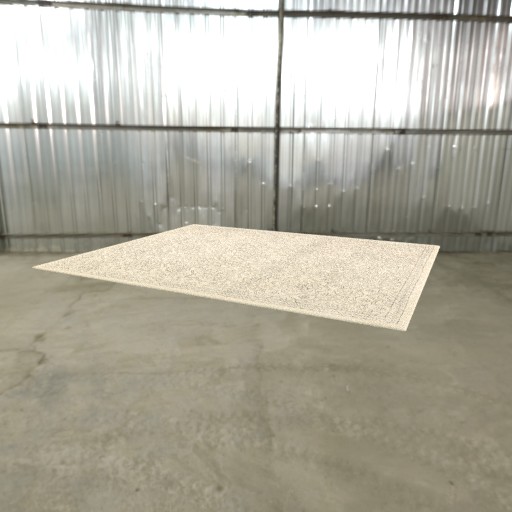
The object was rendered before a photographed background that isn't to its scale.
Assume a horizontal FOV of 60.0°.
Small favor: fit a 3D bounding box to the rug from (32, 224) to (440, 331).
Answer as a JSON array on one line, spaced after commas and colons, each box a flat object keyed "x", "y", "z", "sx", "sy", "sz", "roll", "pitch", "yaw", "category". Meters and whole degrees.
[{"x": 0.000, "y": 0.000, "z": 4.180, "sx": 3.050, "sy": 0.015, "sz": 2.441, "roll": 7, "pitch": 15, "yaw": 25, "category": "rug"}]
